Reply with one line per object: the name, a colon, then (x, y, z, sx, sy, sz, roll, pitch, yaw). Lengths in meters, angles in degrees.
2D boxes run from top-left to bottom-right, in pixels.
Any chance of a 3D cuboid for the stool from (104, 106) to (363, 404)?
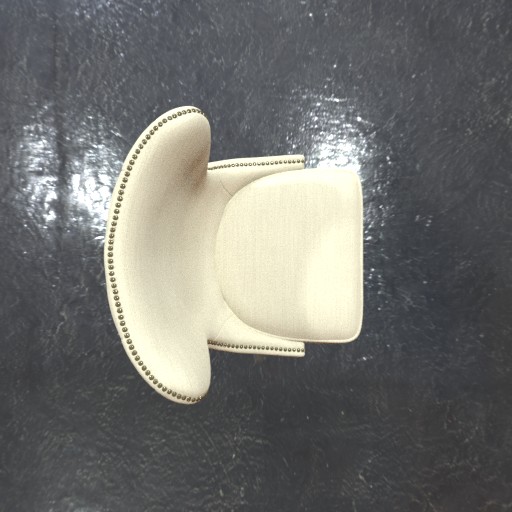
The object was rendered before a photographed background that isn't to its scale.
stool: (0.000, 0.000, 1.341, 0.597, 0.972, 0.615, 0, 90, 1)
